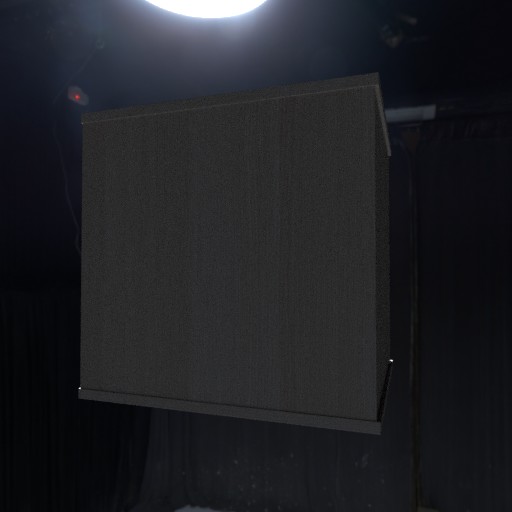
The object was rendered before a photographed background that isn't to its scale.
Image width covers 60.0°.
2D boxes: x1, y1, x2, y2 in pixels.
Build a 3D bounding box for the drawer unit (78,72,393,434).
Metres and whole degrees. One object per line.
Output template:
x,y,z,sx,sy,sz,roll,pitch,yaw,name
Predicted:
0.000,0.000,0.614,0.349,0.344,0.290,0,-1,19,drawer unit
